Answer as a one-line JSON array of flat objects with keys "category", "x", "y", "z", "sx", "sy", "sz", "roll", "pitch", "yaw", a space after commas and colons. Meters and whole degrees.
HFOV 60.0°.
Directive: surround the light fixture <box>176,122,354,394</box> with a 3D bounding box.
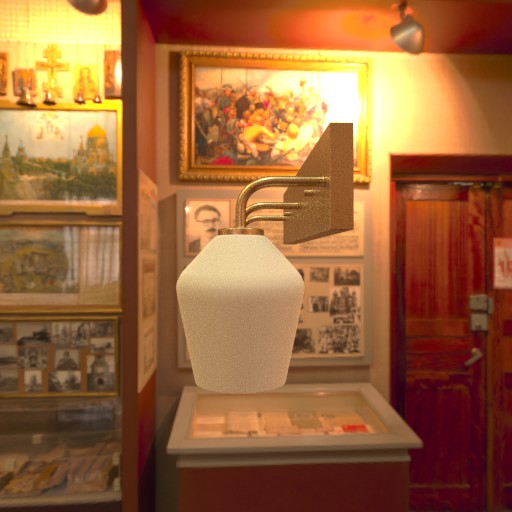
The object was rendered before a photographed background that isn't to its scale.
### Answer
[{"category": "light fixture", "x": 0.000, "y": 0.000, "z": 0.729, "sx": 0.190, "sy": 0.280, "sz": 0.609, "roll": 0, "pitch": 0, "yaw": -2}]
